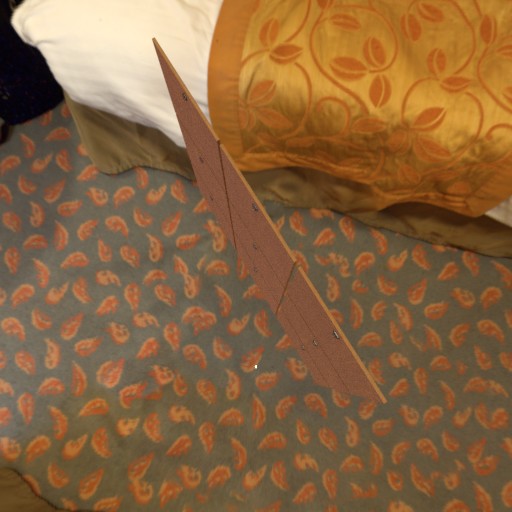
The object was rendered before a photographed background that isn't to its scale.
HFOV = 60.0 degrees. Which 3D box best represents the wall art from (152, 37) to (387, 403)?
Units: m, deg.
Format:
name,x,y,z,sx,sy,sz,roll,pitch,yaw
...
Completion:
name,x,y,z,sx,sy,sz,roll,pitch,yaw
wall art,0.000,0.000,2.249,0.023,1.522,1.526,-30,78,-7
